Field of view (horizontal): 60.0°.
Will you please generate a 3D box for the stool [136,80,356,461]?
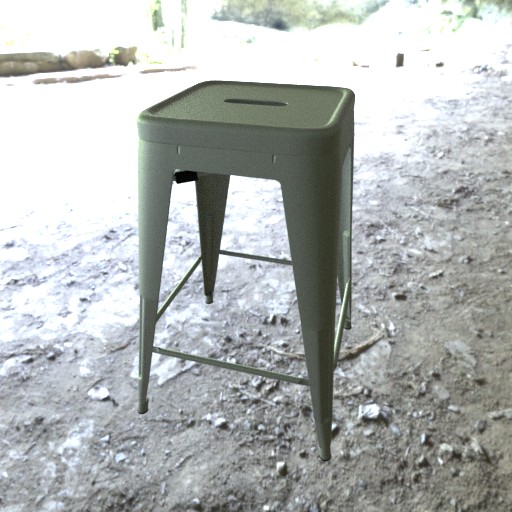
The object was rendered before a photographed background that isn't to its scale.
[{"bbox_3d":[0.000,0.000,0.891,0.410,0.608,0.410,9,33,14],"label":"stool"}]
